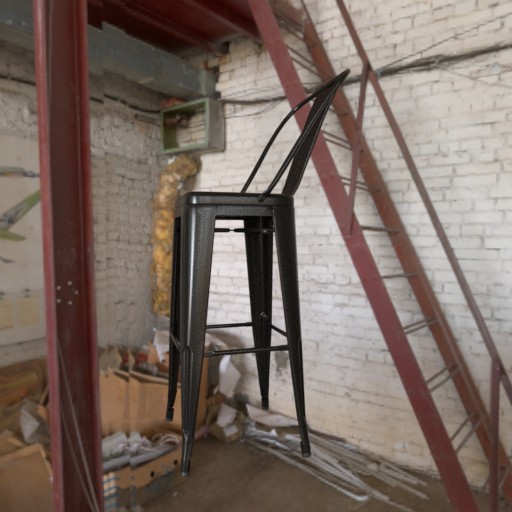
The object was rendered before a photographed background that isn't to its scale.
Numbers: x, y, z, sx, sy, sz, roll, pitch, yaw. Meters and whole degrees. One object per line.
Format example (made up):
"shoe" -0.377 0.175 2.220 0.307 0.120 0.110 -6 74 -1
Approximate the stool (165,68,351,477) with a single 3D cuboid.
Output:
"stool" 0.000 0.000 1.339 0.513 1.096 0.399 -1 3 -17
